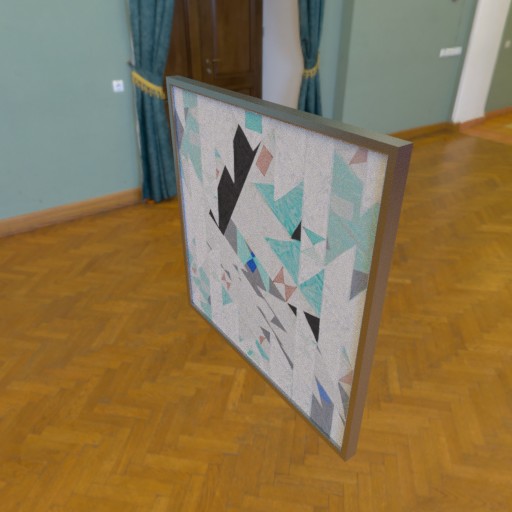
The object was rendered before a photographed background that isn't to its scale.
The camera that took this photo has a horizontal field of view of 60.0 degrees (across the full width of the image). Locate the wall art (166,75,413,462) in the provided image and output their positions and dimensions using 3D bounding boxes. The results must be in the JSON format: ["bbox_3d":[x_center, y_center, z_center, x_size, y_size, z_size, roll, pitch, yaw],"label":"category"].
[{"bbox_3d":[0.000,0.000,1.194,0.038,0.806,0.806,-21,37,-31],"label":"wall art"}]
